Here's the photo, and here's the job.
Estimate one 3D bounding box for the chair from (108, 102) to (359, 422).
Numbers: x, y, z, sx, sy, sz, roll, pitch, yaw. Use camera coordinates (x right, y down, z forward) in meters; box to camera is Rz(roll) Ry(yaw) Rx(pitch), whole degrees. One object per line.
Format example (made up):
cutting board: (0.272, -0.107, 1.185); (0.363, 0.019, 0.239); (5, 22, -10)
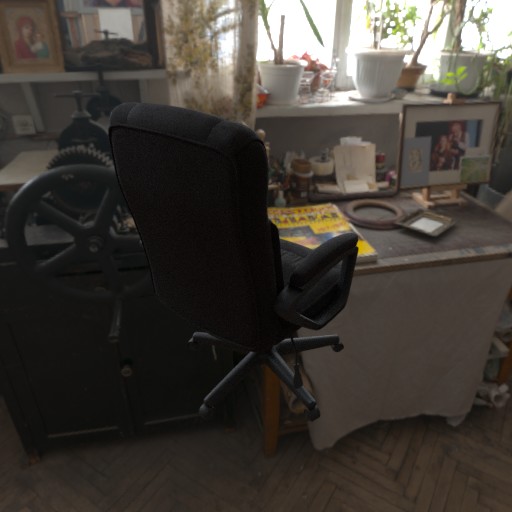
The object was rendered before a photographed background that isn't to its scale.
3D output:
chair: (0.000, 0.000, 1.557); (0.667, 1.105, 0.724); (22, 36, 33)
